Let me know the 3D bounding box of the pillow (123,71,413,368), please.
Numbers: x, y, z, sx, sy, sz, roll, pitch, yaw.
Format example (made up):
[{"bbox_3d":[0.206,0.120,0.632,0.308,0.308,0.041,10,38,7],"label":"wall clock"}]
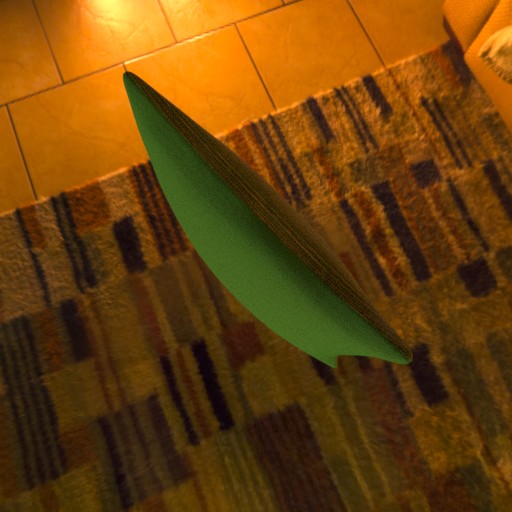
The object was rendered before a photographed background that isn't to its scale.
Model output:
[{"bbox_3d":[0.000,0.000,0.773,0.150,0.497,0.514,-42,79,-10],"label":"pillow"}]
